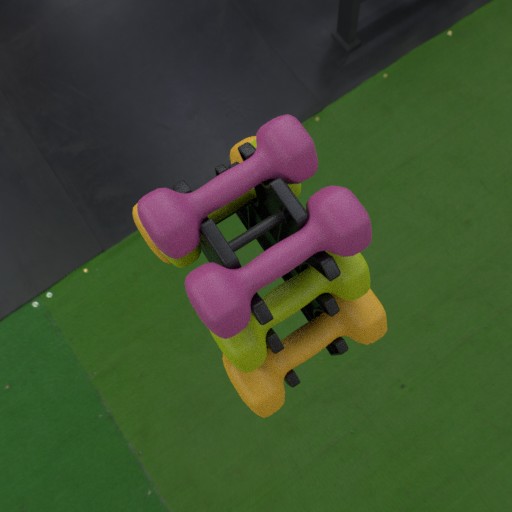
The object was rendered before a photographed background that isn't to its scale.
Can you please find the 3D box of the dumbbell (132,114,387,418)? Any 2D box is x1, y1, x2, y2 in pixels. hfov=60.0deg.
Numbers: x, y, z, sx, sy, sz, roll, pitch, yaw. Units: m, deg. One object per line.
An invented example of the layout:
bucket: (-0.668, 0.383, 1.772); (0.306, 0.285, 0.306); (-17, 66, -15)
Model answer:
dumbbell: (0.000, 0.000, 0.475); (0.190, 0.271, 0.300); (-32, 78, -7)
